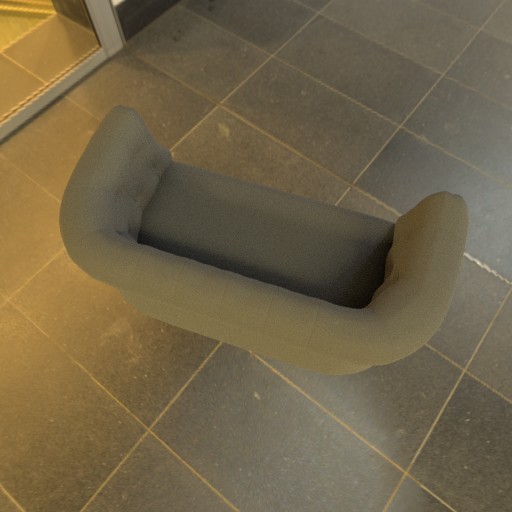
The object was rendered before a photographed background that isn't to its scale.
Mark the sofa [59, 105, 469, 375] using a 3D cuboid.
[{"bbox_3d":[0.000,0.000,2.005,1.558,0.827,0.835,17,66,8],"label":"sofa"}]
